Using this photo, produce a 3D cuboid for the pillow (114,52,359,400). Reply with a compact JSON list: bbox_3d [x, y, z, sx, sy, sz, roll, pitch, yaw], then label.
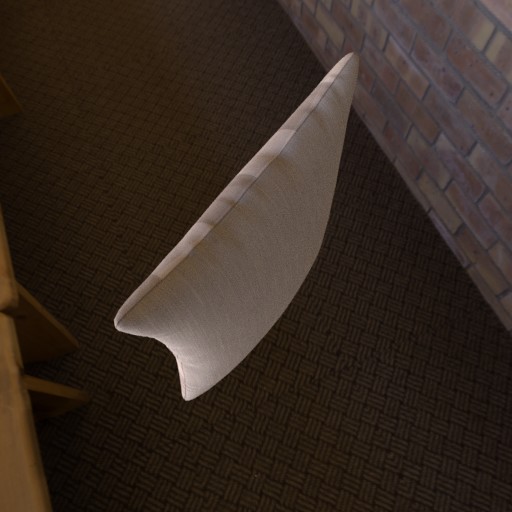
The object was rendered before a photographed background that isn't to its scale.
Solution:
[{"bbox_3d":[0.000,0.000,0.783,0.161,0.509,0.511,32,68,15],"label":"pillow"}]
